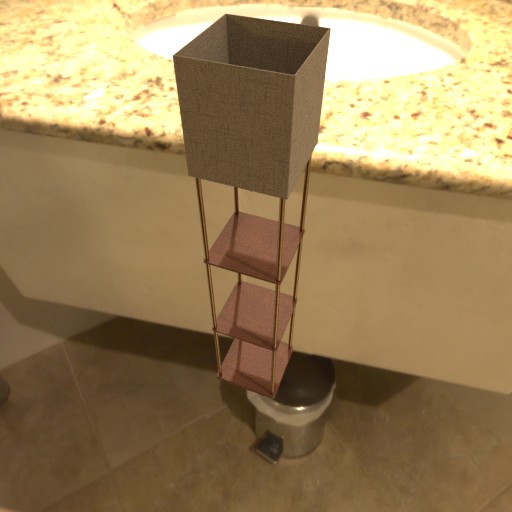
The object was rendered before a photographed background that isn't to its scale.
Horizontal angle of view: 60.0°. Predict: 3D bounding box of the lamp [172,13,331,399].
[{"bbox_3d":[0.000,0.000,1.684,0.308,1.569,0.310,16,48,15],"label":"lamp"}]
